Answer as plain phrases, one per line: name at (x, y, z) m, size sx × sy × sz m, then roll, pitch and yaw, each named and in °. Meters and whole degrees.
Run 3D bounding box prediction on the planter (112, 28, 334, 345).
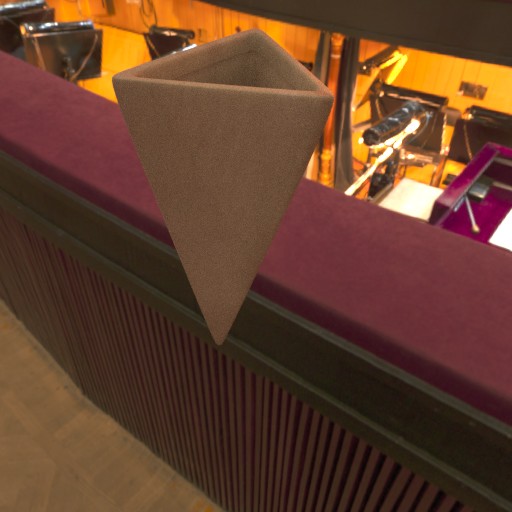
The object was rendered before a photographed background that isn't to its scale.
planter at (0.000, 0.000, 0.269) m, size 0.081 × 0.224 × 0.101 m, roll 26°, pitch 46°, yaw 28°
